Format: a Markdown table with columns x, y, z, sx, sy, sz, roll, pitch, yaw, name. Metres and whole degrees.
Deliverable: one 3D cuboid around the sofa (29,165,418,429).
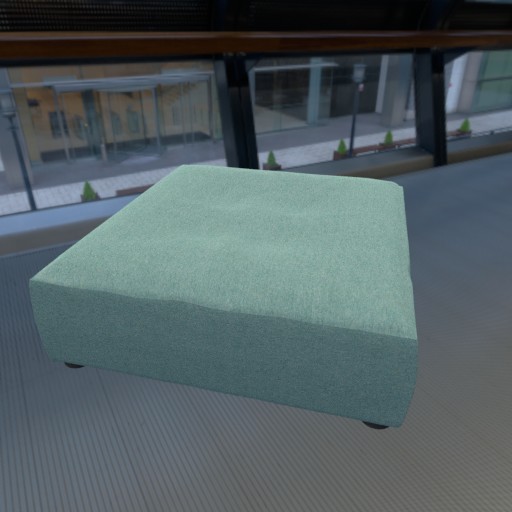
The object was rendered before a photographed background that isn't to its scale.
| x | y | z | sx | sy | sz | roll | pitch | yaw | name |
| --- | --- | --- | --- | --- | --- | --- | --- | --- | --- |
| 0.000 | 0.000 | 1.426 | 0.930 | 0.330 | 0.930 | 7 | 30 | 13 | sofa |
